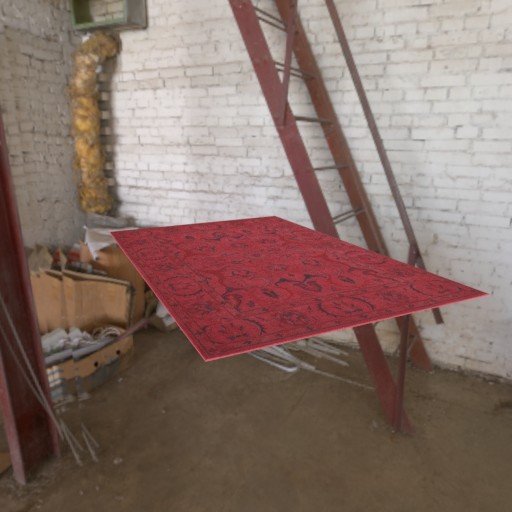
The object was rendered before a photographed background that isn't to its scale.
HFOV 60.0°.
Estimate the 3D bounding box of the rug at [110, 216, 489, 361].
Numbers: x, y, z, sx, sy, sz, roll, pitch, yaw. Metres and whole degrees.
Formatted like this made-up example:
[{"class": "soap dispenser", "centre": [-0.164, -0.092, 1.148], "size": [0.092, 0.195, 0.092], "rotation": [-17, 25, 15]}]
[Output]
[{"class": "rug", "centre": [0.000, 0.000, 2.313], "size": [1.209, 0.008, 1.814], "rotation": [-8, 18, -25]}]
